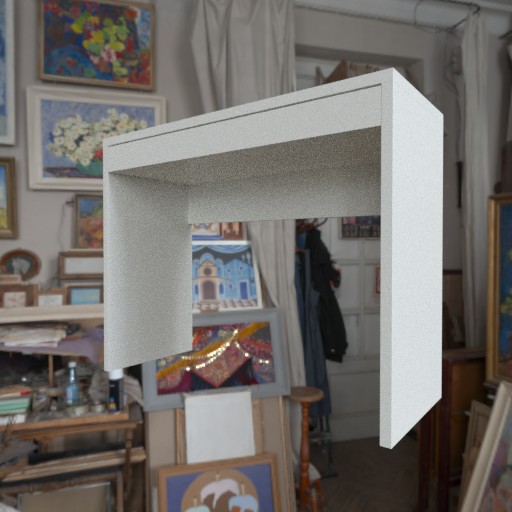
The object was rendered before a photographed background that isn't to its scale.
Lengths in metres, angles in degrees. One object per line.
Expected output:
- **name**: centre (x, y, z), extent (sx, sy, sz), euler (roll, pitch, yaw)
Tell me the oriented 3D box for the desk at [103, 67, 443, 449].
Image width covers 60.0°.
- **desk**: centre (0.000, 0.000, 1.376), extent (1.000, 0.790, 0.400), euler (1, 1, 37)
